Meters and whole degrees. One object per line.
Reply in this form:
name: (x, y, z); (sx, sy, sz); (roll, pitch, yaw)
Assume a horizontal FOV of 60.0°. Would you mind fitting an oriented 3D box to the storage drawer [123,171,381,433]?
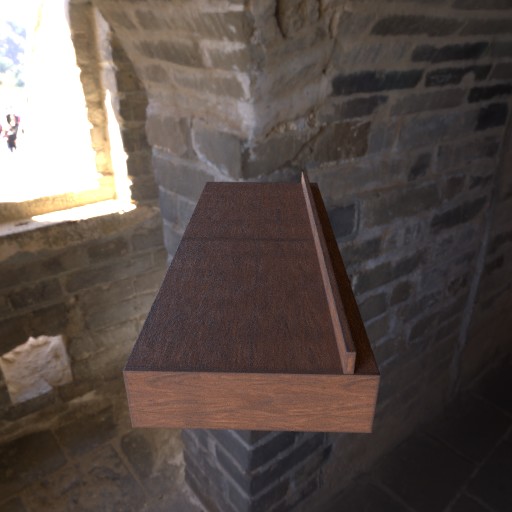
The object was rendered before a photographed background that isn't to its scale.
storage drawer: (0.000, 0.000, 2.189); (0.774, 0.339, 1.914); (1, 26, 1)
